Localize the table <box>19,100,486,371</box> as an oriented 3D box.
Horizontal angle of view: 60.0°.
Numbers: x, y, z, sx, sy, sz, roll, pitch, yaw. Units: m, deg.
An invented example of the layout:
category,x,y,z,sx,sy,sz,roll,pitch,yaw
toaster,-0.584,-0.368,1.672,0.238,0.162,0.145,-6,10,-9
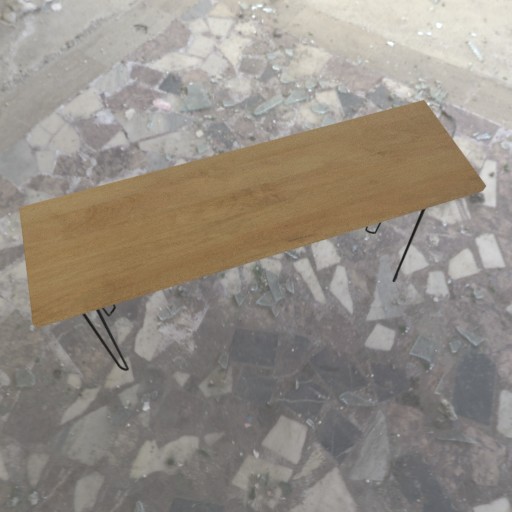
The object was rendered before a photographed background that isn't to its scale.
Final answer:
category,x,y,z,sx,sy,sz,roll,pitch,yaw
table,0.000,0.000,1.730,1.400,0.799,0.399,-17,64,-9
